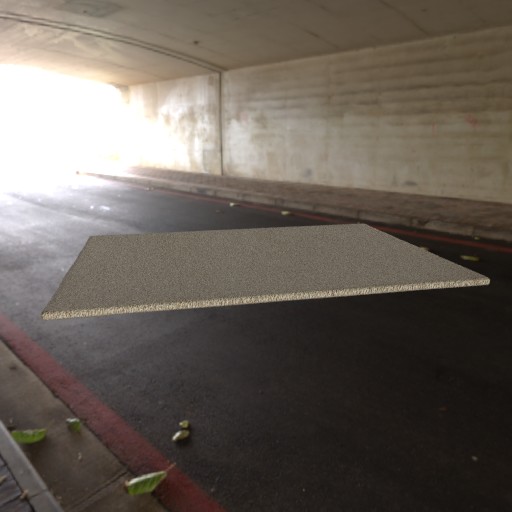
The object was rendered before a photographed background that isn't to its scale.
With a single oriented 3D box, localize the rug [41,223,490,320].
[{"bbox_3d":[0.000,0.000,2.270,1.778,0.030,1.219,-3,16,-12],"label":"rug"}]
